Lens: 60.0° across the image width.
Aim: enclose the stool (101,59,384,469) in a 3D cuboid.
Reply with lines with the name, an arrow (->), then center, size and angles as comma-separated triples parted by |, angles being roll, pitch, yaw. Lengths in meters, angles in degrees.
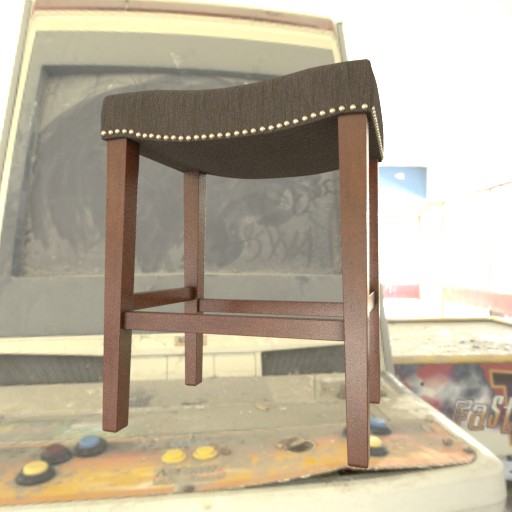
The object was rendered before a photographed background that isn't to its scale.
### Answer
stool -> 0.000, 0.000, 0.922 | 0.504, 0.654, 0.372 | 0, -1, 19
